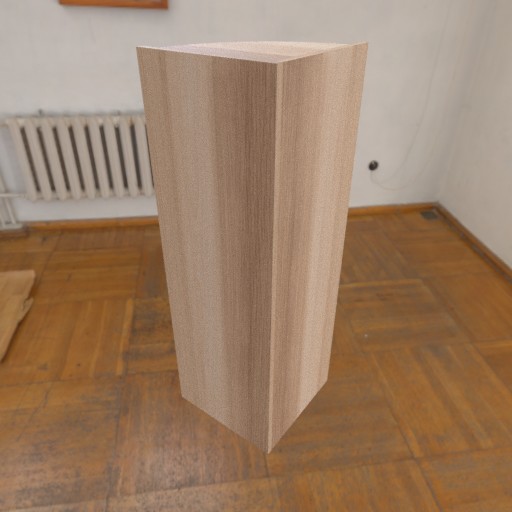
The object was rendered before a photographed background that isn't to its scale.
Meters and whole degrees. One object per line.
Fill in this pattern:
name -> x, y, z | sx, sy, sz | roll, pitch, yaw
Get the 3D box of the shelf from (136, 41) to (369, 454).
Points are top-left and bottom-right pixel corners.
shelf -> 0.000, 0.000, 1.005 | 0.290, 0.872, 0.290 | 22, 38, 31
